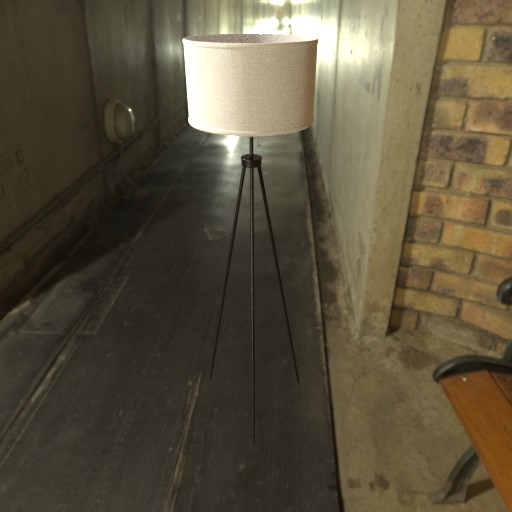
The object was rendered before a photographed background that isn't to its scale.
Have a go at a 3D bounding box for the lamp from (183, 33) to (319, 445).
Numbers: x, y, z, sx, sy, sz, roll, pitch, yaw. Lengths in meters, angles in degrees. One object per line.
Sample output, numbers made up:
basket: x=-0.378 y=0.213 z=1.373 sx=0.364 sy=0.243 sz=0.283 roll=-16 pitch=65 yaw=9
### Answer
lamp: x=0.000 y=0.000 z=1.742 sx=0.458 sy=1.545 sz=0.448 roll=-19 pitch=35 yaw=-29
